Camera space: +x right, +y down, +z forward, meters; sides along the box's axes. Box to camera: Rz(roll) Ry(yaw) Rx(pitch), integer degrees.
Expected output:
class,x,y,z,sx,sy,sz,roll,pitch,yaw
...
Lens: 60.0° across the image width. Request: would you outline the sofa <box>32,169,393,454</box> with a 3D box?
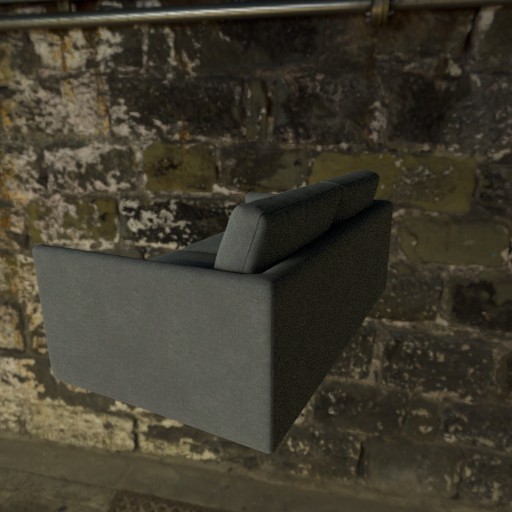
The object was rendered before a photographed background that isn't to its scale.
class,x,y,z,sx,sy,sz,roll,pitch,yaw
sofa,0.000,0.000,2.429,1.091,0.845,1.909,8,17,26
